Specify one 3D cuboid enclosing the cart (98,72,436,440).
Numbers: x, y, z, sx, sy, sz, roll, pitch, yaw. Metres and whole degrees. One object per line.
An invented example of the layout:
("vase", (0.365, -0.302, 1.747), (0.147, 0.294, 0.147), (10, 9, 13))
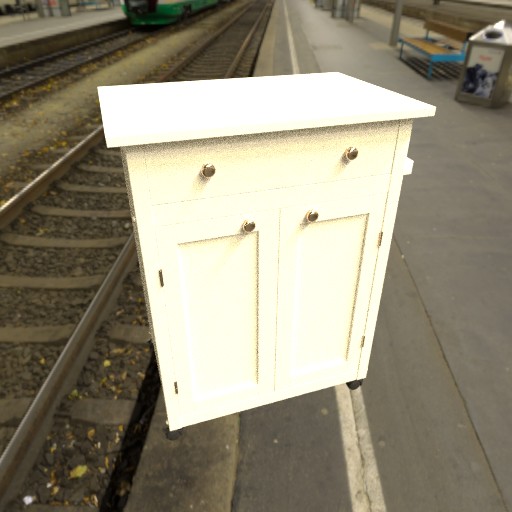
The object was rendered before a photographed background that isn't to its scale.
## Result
("cart", (0.000, 0.000, 1.244), (0.683, 0.864, 0.442), (-10, 33, -16))
